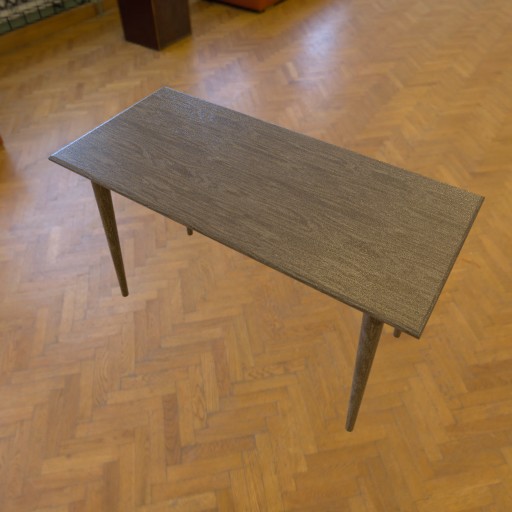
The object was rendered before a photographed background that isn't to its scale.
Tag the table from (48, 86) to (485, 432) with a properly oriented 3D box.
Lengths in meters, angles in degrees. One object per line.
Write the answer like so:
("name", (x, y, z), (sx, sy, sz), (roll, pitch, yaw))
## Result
("table", (0.000, 0.000, 1.722), (1.300, 0.780, 0.599), (26, 53, 22))
